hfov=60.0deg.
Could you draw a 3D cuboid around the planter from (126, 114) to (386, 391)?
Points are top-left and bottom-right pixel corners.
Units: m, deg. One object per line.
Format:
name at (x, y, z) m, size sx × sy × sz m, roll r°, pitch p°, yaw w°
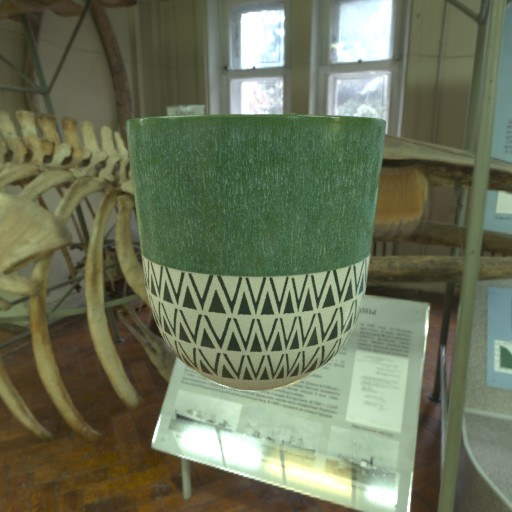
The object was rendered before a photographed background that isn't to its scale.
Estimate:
planter at (0.000, 0.000, 0.370) m, size 0.195 × 0.214 × 0.195 m, roll 0°, pitch 14°, yaw 0°
